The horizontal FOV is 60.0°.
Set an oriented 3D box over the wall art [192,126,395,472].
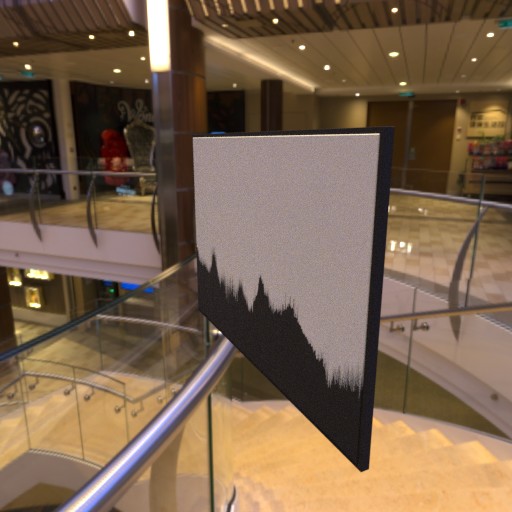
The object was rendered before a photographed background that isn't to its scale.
[{"bbox_3d":[0.000,0.000,1.492,0.028,0.805,1.190,-7,16,-25],"label":"wall art"}]
